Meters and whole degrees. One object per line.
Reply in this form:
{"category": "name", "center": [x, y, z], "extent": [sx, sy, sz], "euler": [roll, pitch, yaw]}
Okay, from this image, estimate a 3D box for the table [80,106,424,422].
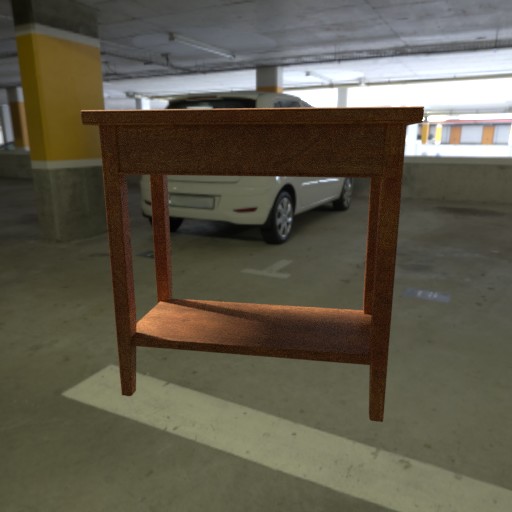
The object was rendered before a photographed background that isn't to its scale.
{"category": "table", "center": [0.000, 0.000, 0.994], "extent": [0.610, 0.610, 0.305], "euler": [3, 15, 9]}
